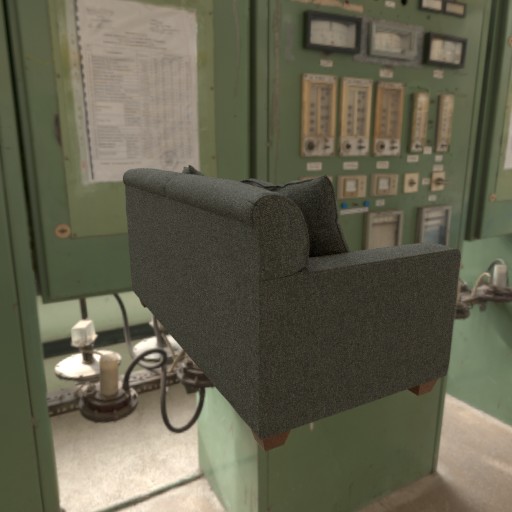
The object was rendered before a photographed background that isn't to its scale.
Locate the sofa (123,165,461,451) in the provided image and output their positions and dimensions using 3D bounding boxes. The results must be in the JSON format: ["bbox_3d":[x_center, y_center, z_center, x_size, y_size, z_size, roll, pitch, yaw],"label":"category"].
[{"bbox_3d":[0.000,0.000,2.409,0.998,0.958,1.846,-7,15,-27],"label":"sofa"}]
